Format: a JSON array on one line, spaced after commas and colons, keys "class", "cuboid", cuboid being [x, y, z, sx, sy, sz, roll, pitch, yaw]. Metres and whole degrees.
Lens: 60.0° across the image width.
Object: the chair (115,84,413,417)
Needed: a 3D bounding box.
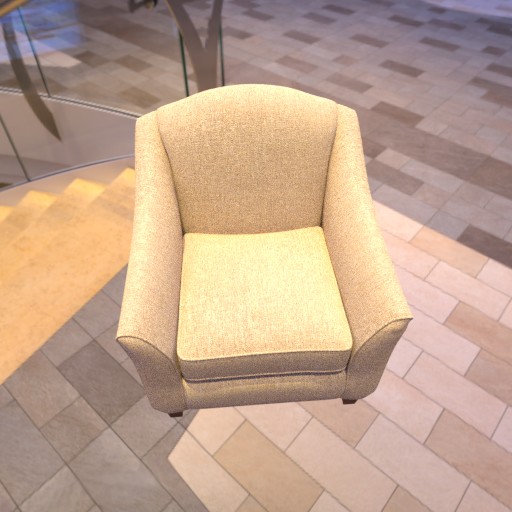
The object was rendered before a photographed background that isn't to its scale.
[{"class": "chair", "cuboid": [0.000, 0.000, 1.463, 0.763, 0.839, 0.787, -3, 47, -3]}]
